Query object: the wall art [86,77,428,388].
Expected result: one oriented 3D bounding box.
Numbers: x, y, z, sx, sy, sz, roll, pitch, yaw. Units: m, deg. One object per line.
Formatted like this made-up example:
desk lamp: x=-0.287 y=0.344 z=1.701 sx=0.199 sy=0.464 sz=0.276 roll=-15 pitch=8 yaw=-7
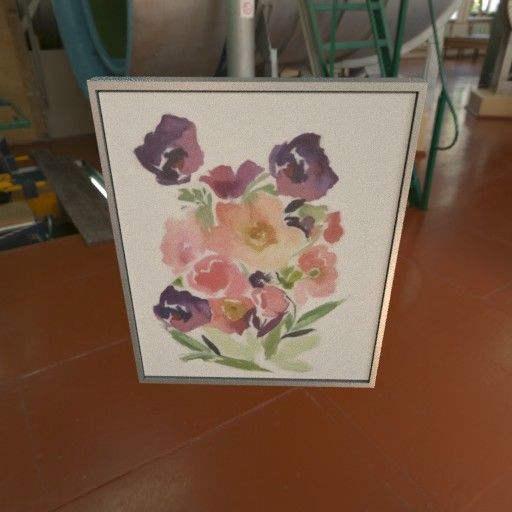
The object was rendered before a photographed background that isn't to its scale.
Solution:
wall art: x=0.000 y=0.000 z=0.735 sx=0.452 sy=0.549 sz=0.038 roll=1 pitch=29 yaw=1
